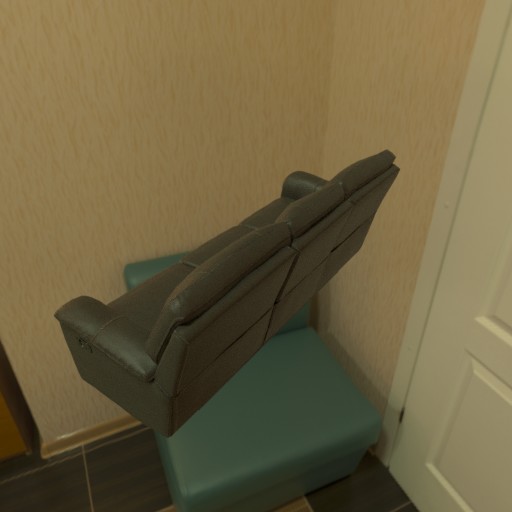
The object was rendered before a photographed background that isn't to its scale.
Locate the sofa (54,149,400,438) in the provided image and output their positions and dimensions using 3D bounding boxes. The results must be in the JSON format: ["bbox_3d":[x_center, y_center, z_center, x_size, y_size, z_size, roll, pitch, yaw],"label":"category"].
[{"bbox_3d":[0.000,0.000,3.202,1.104,1.134,2.627,21,38,30],"label":"sofa"}]
